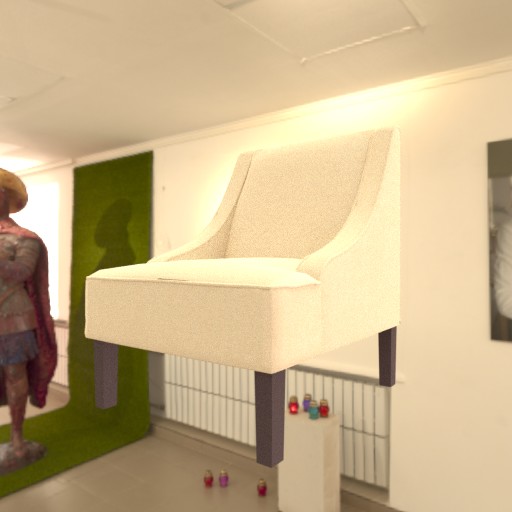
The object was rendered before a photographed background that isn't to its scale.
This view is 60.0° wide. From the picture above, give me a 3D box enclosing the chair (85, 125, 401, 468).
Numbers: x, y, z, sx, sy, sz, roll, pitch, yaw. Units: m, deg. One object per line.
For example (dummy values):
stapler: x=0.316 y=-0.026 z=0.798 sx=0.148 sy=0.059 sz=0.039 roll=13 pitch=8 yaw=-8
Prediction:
chair: x=0.000 y=0.000 z=1.412 sx=0.689 sy=0.886 sz=0.806 roll=0 pitch=0 yaw=37
